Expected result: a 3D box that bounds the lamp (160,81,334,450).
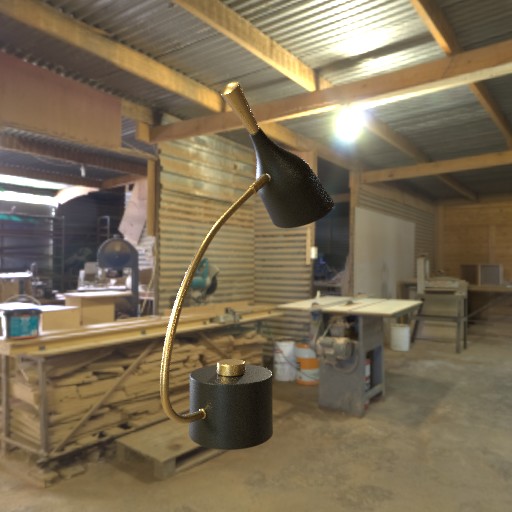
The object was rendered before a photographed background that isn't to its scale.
[{"bbox_3d":[0.000,0.000,0.630,0.110,0.464,0.352,0,-1,36],"label":"lamp"}]
